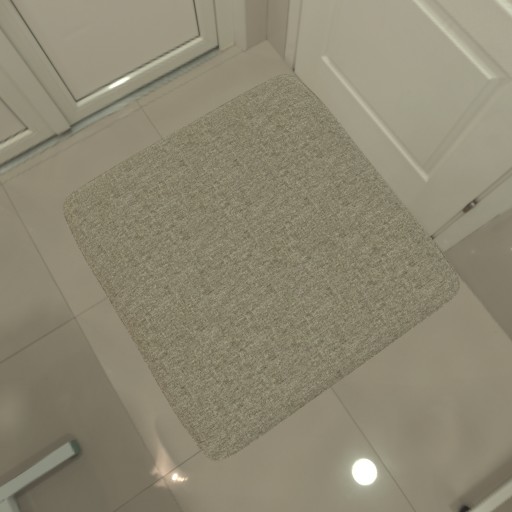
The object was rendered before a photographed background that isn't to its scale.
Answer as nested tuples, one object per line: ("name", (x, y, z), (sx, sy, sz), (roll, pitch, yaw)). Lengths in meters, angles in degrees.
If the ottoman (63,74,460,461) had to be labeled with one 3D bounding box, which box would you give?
("ottoman", (0.000, 0.000, 1.655), (1.035, 0.526, 1.039), (-33, 77, -9))
